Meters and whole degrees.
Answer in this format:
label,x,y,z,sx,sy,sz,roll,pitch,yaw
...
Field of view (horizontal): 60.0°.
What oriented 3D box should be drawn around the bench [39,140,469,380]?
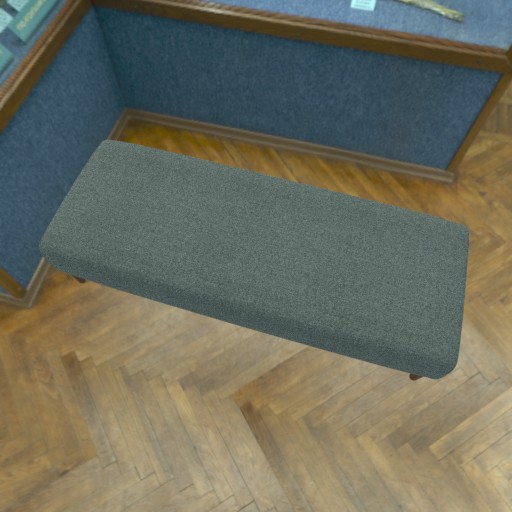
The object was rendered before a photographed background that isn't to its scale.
label,x,y,z,sx,sy,sz,roll,pitch,yaw
bench,0.000,0.000,1.866,1.598,0.384,0.631,15,63,8
